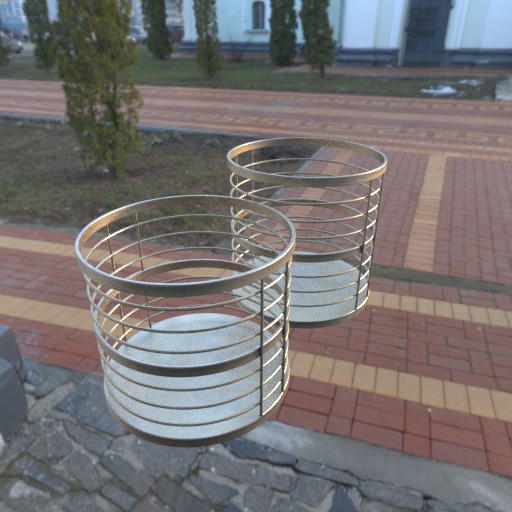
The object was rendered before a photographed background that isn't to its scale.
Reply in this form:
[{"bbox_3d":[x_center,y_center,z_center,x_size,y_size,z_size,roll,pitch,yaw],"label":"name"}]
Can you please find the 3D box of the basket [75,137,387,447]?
[{"bbox_3d":[0.000,0.000,0.936,0.356,0.351,0.746,18,32,31],"label":"basket"}]
